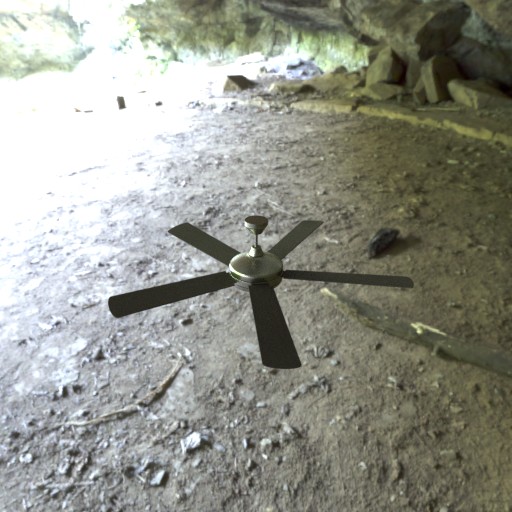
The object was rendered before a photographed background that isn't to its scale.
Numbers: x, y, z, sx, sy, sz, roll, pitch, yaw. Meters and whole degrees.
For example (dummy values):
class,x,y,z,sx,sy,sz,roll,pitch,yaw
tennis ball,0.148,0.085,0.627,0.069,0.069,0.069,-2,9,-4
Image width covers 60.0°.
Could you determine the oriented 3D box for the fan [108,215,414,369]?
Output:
class,x,y,z,sx,sy,sz,roll,pitch,yaw
fan,0.000,0.000,2.026,1.321,0.356,1.321,-8,28,-15
